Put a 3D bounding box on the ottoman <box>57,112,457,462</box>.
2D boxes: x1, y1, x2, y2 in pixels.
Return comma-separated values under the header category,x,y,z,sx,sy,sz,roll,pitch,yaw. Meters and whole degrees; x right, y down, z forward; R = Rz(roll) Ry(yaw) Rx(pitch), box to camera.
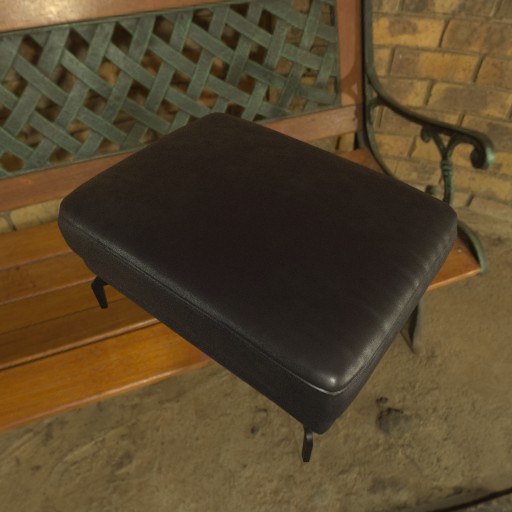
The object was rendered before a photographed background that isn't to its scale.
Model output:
category,x,y,z,sx,sy,sz,roll,pitch,yaw
ottoman,0.000,0.000,1.077,0.764,0.402,0.570,29,52,25
